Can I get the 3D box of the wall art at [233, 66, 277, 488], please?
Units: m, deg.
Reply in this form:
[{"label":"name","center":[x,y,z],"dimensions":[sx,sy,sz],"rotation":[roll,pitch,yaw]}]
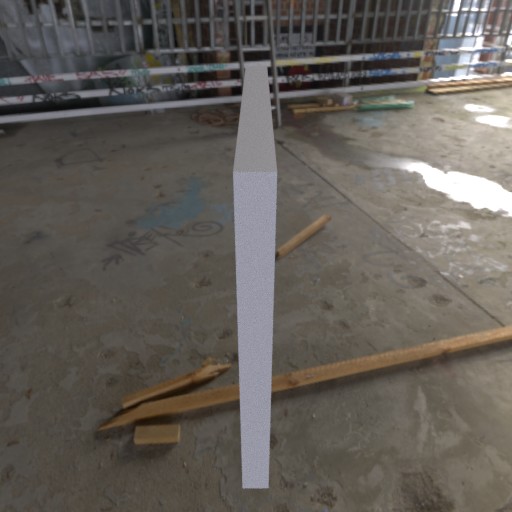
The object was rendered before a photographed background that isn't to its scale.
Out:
[{"label":"wall art","center":[0.000,0.000,0.520],"dimensions":[0.027,0.355,0.355],"rotation":[0,33,0]}]
